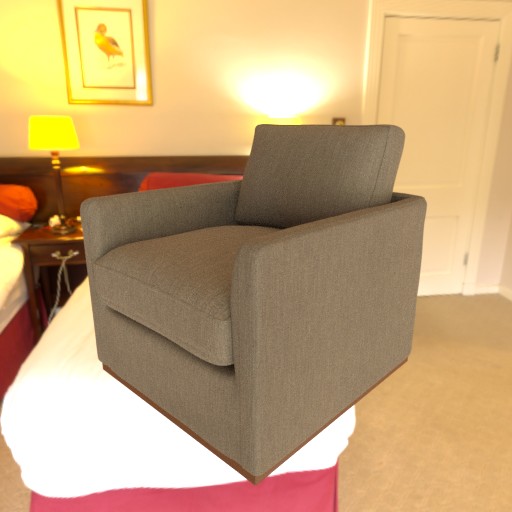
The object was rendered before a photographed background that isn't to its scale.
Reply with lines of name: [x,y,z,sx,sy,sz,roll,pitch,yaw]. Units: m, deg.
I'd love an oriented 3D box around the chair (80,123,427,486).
chair: [0.000,0.000,1.428,0.763,0.811,0.834,16,23,41]
